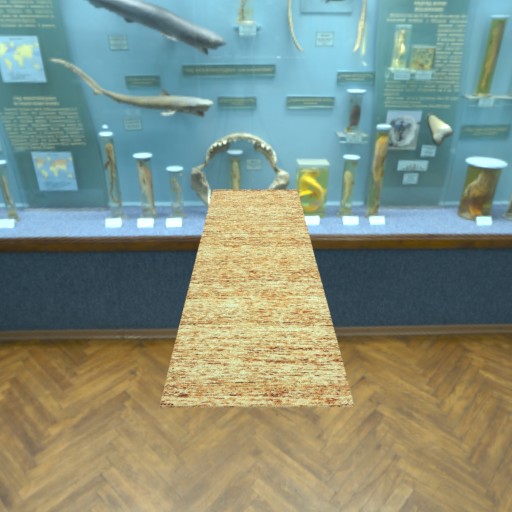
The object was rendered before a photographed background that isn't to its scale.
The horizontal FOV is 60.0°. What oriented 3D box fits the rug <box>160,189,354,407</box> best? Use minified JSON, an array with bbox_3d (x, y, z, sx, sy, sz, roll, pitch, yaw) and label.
[{"bbox_3d":[0.000,0.000,2.531,0.680,0.014,2.237,0,28,0],"label":"rug"}]
